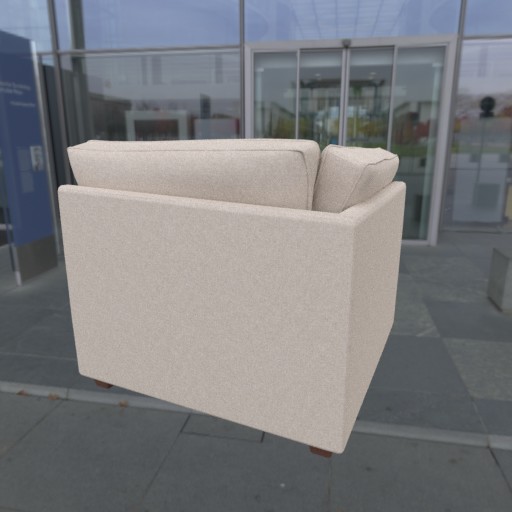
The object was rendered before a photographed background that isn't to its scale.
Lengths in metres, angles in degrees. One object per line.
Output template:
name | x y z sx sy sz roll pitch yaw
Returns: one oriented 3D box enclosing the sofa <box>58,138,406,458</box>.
sofa | 0.000 0.000 1.825 1.042 0.937 1.050 7 17 25
